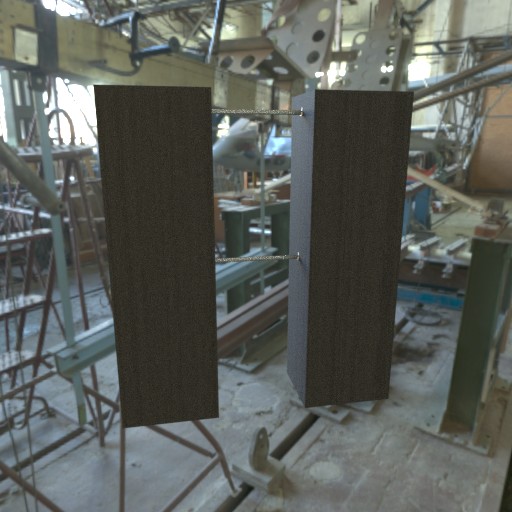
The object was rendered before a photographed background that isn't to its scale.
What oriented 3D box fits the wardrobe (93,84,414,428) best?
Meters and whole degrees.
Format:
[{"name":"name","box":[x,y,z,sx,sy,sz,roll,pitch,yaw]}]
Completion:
[{"name":"wardrobe","box":[0.000,0.000,2.882,1.770,2.000,0.480,-3,15,-10]}]
